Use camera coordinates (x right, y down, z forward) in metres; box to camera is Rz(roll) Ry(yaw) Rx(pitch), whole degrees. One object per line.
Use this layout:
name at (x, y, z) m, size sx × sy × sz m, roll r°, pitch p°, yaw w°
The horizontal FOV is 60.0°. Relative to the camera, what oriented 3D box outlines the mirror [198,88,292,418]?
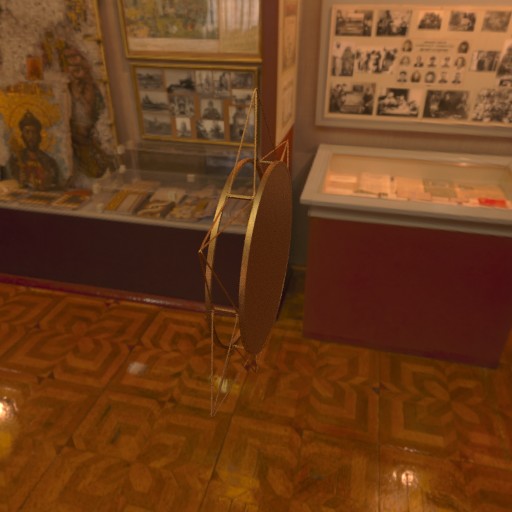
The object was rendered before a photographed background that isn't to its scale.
mirror at (0.000, 0.000, 0.808) m, size 0.062 × 0.581 × 0.498 m, roll 8°, pitch 31°, yaw 14°
